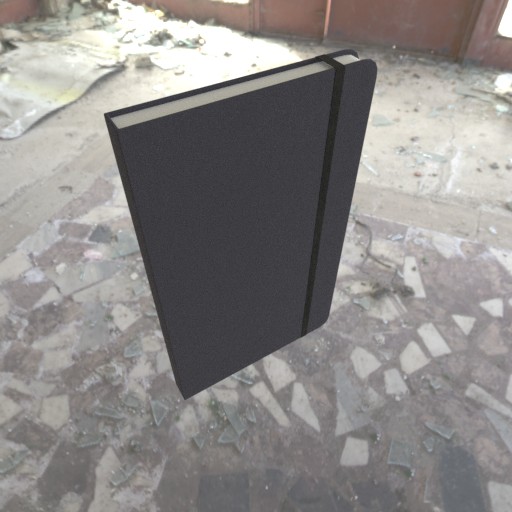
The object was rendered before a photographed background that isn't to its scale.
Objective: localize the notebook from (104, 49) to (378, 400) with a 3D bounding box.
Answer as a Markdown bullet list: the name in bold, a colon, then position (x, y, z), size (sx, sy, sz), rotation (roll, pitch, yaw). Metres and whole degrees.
- **notebook**: position (0.000, 0.000, 0.263), size (0.127, 0.213, 0.016), rotation (-24, 51, -21)
